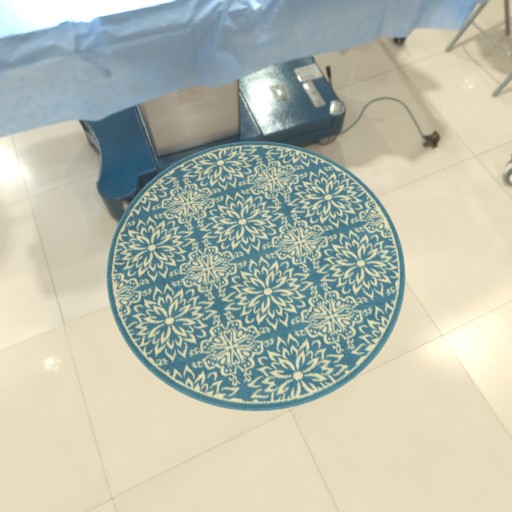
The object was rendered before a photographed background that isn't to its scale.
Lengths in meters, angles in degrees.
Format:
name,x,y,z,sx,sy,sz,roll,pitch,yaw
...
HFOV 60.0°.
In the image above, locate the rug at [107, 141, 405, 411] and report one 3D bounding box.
name,x,y,z,sx,sy,sz,roll,pitch,yaw
rug,0.000,0.000,2.391,1.593,0.012,1.593,0,63,0
